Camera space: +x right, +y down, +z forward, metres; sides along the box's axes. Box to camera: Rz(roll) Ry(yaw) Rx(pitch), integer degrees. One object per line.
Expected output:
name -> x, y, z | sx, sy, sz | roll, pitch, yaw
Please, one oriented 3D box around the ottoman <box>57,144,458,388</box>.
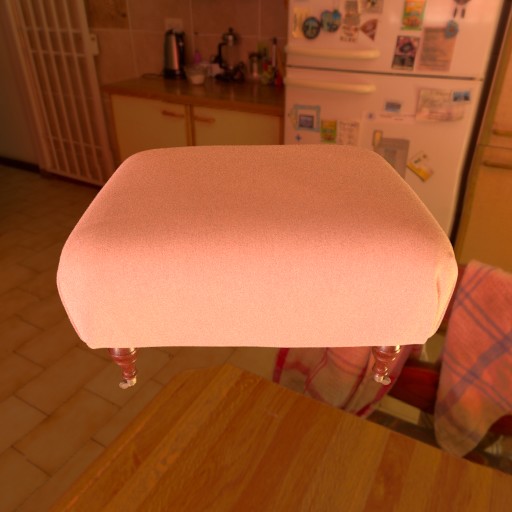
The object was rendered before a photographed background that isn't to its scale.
ottoman -> 0.000, 0.000, 1.089 | 0.746, 0.450, 0.622 | -1, 31, -1
